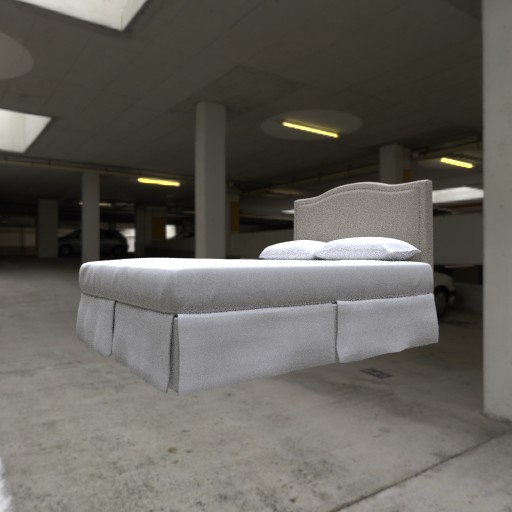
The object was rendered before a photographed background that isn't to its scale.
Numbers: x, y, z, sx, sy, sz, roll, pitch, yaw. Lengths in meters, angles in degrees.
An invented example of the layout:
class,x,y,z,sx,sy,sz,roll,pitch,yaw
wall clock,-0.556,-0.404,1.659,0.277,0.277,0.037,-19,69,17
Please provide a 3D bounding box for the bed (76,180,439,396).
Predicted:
class,x,y,z,sx,sy,sz,roll,pitch,yaw
bed,0.000,0.000,3.704,2.477,1.437,1.977,0,0,-36
